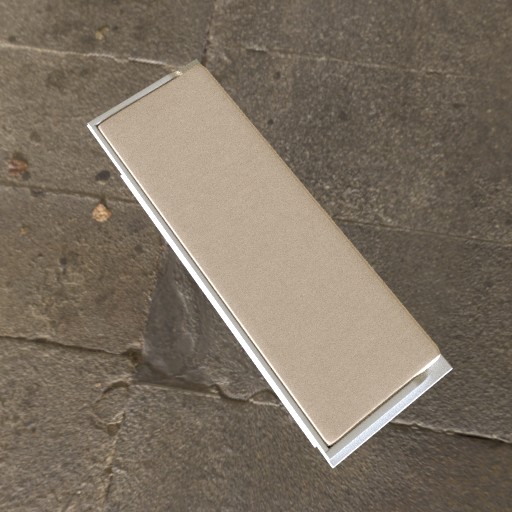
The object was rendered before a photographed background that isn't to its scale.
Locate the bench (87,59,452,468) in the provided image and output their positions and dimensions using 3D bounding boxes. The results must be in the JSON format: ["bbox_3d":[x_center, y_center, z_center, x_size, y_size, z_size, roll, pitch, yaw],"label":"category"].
[{"bbox_3d":[0.000,0.000,1.437,0.402,0.486,1.185,-35,77,-9],"label":"bench"}]
